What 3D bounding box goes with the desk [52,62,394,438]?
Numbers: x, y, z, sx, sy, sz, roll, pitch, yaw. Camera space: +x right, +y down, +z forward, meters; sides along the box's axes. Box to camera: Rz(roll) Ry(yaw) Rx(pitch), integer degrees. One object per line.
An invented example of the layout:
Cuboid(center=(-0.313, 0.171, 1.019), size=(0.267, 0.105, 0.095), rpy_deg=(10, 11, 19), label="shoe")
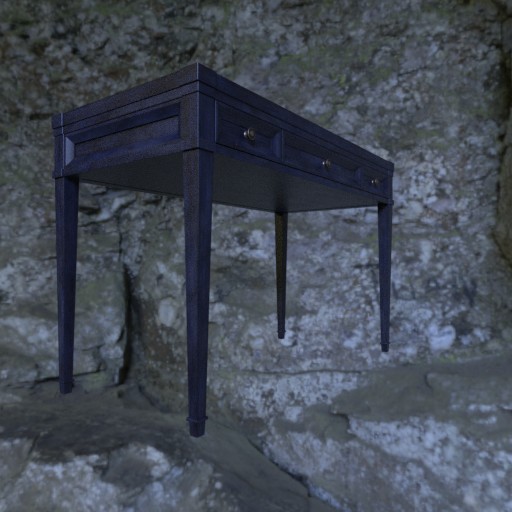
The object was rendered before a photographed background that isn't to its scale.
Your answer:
Cuboid(center=(0.000, 0.000, 1.704), size=(0.630, 0.861, 1.289), rpy_deg=(-1, -1, 37), label="desk")
